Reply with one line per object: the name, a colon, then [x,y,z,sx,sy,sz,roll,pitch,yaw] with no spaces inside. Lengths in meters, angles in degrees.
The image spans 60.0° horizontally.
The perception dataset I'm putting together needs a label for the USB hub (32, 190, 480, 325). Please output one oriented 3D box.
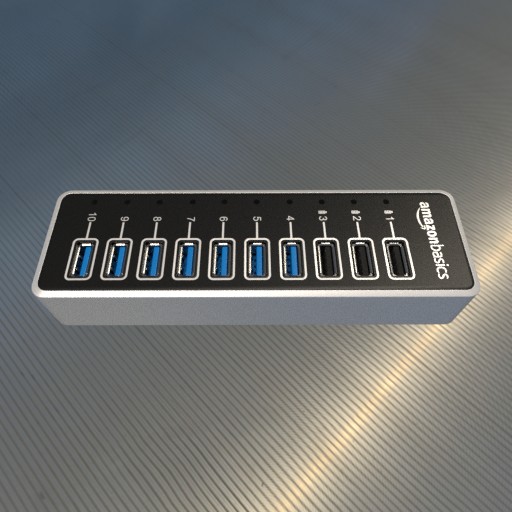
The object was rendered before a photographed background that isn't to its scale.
USB hub: [0.000,0.000,0.161,0.145,0.023,0.044,0,58,0]
